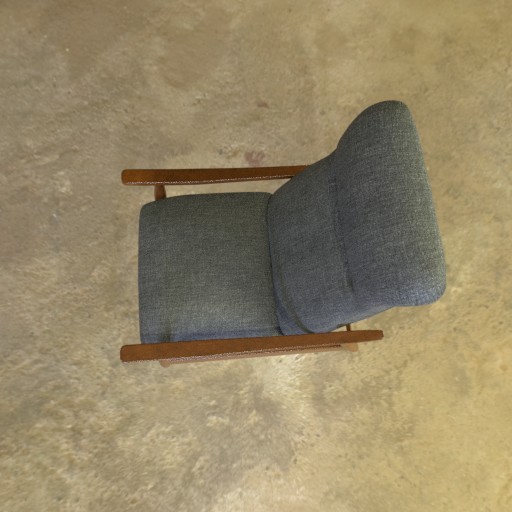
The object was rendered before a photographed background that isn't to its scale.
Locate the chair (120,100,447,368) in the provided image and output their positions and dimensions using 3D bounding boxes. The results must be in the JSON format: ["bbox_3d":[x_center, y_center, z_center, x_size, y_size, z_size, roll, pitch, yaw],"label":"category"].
[{"bbox_3d":[0.000,0.000,1.771,1.030,1.082,0.762,-5,73,-1],"label":"chair"}]
